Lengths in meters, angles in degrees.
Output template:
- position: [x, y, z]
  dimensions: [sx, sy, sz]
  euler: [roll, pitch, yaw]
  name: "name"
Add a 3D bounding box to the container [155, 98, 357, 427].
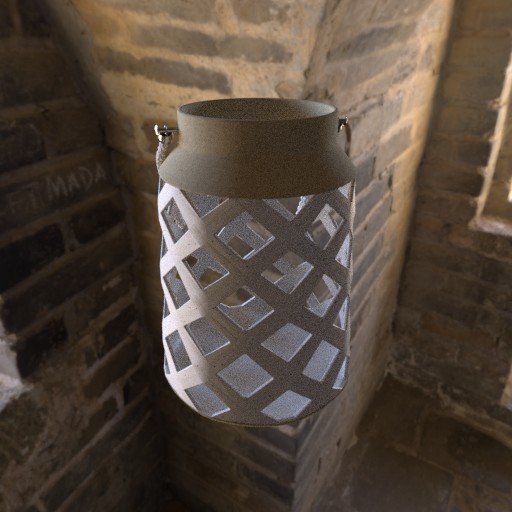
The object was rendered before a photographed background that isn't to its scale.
- position: [0.000, 0.000, 0.409]
  dimensions: [0.188, 0.264, 0.198]
  euler: [-7, 27, -14]
  name: "container"
